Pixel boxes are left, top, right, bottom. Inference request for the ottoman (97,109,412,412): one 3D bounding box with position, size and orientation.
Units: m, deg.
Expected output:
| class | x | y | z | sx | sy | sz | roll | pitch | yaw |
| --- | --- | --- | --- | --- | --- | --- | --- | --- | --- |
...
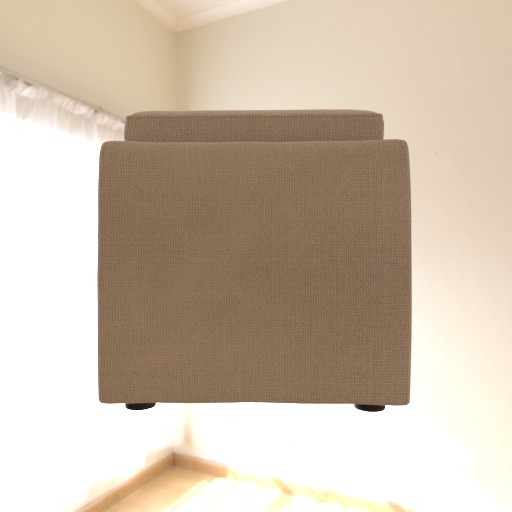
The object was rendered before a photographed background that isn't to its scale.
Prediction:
| class | x | y | z | sx | sy | sz | roll | pitch | yaw |
| --- | --- | --- | --- | --- | --- | --- | --- | --- | --- |
| ottoman | 0.000 | 0.000 | 0.832 | 0.451 | 0.460 | 0.450 | 0 | -2 | 1 |
